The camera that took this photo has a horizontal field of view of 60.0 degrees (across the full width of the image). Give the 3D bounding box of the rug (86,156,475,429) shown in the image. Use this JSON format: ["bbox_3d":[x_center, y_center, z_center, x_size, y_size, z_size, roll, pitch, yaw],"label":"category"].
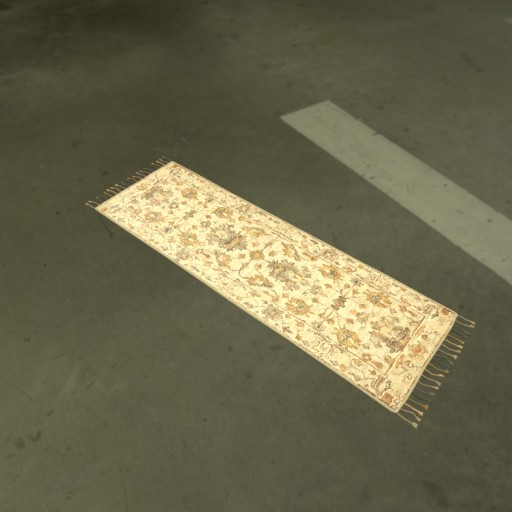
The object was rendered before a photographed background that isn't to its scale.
[{"bbox_3d":[0.000,0.000,2.682,2.438,0.021,0.729,31,54,26],"label":"rug"}]
